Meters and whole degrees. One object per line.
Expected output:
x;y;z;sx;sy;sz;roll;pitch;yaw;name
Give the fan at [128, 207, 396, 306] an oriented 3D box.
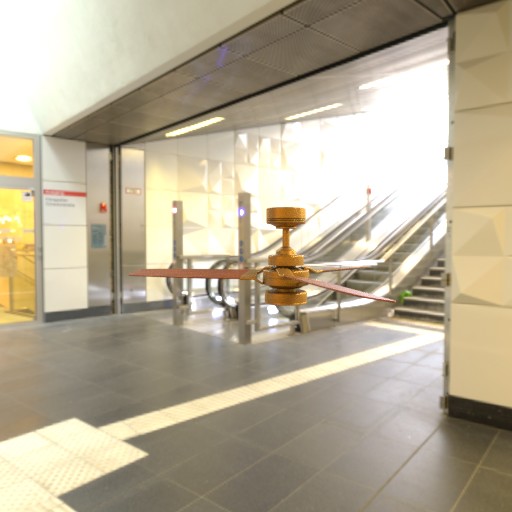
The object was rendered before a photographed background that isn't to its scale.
0.000;0.000;2.040;1.271;0.425;1.416;1;2;19;fan
